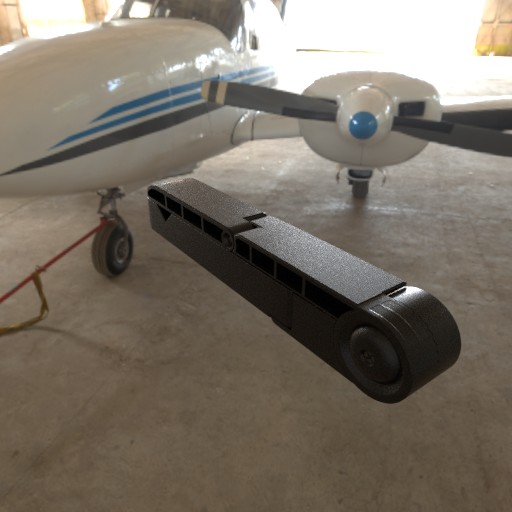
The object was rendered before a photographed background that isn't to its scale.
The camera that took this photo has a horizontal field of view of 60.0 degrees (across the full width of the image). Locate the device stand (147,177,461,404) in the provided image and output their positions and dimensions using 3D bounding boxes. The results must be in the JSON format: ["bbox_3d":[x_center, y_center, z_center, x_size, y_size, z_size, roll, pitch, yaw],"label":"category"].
[{"bbox_3d":[0.000,0.000,0.194,0.026,0.030,0.179,-18,32,-32],"label":"device stand"}]
